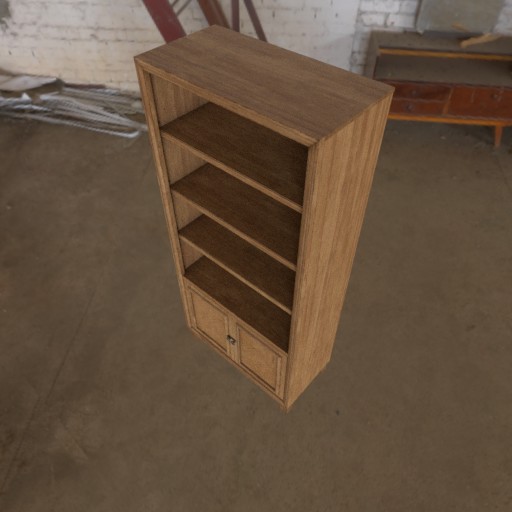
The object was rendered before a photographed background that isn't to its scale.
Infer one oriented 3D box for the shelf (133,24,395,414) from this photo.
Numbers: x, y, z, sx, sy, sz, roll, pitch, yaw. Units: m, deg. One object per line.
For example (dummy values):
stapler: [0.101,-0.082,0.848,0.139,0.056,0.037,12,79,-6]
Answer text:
shelf: [0.000,0.000,2.291,0.864,1.930,0.453,33,55,27]
